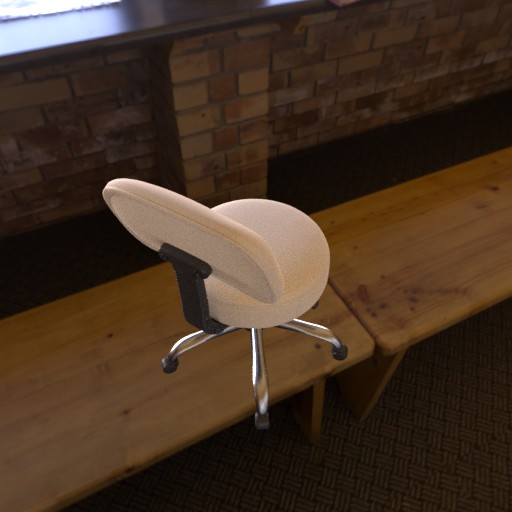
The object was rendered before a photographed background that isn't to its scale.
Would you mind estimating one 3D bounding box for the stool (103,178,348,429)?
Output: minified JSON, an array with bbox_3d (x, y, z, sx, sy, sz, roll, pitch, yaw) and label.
[{"bbox_3d":[0.000,0.000,1.237,0.609,0.810,0.616,24,51,21],"label":"stool"}]
